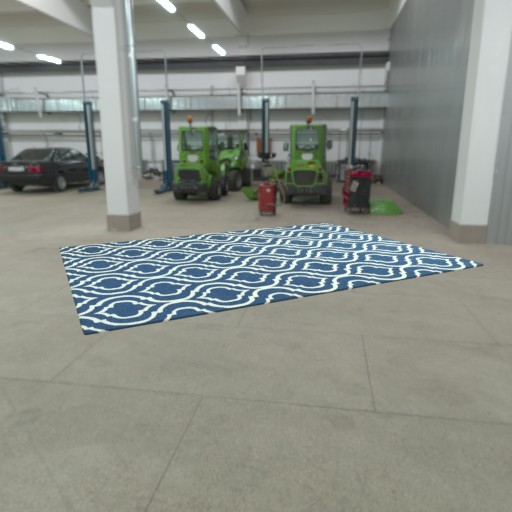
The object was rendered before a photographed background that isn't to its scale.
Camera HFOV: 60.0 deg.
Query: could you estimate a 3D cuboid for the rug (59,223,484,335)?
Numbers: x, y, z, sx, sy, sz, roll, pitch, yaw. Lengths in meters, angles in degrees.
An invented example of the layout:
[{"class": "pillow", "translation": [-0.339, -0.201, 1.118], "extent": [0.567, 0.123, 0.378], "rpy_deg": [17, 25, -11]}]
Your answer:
[{"class": "rug", "translation": [0.000, 0.000, 2.711], "extent": [2.134, 0.010, 1.524], "rpy_deg": [-7, 16, -25]}]
